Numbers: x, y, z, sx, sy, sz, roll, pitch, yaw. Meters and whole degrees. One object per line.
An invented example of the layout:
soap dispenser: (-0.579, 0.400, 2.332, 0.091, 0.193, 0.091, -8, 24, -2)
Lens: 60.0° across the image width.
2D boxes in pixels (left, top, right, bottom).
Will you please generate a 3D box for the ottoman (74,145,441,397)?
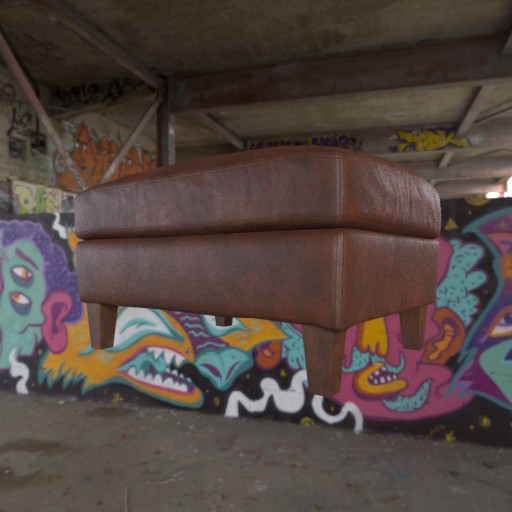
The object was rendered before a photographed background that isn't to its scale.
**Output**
ottoman: (0.000, 0.000, 1.269, 0.887, 0.527, 0.659, 0, -1, 37)
